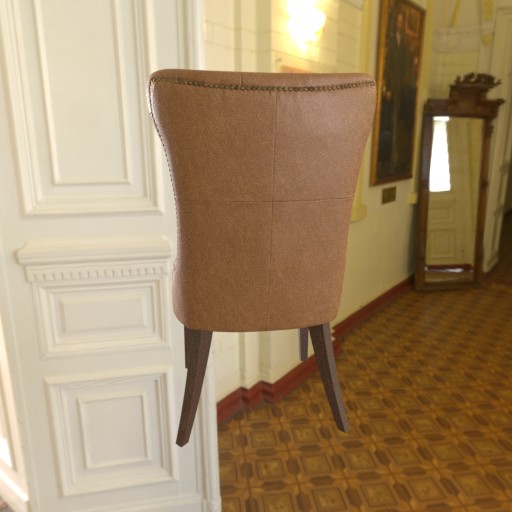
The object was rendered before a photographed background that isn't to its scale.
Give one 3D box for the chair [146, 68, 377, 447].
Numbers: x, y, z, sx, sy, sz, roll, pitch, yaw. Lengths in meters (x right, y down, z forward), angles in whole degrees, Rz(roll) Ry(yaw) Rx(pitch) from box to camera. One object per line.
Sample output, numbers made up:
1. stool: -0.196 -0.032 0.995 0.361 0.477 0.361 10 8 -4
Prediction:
1. chair: 0.000 0.000 1.453 0.611 1.065 0.669 -2 14 -7
